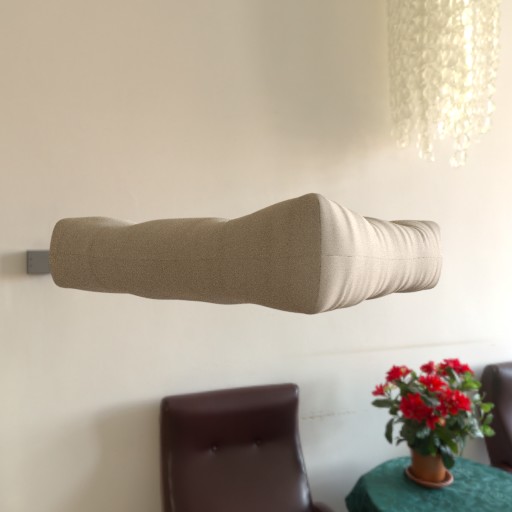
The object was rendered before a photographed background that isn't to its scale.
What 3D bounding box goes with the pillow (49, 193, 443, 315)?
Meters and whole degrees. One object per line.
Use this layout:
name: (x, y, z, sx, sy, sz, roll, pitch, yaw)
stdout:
pillow: (0.000, 0.000, 0.729, 0.490, 0.128, 0.468, 0, 0, 36)
